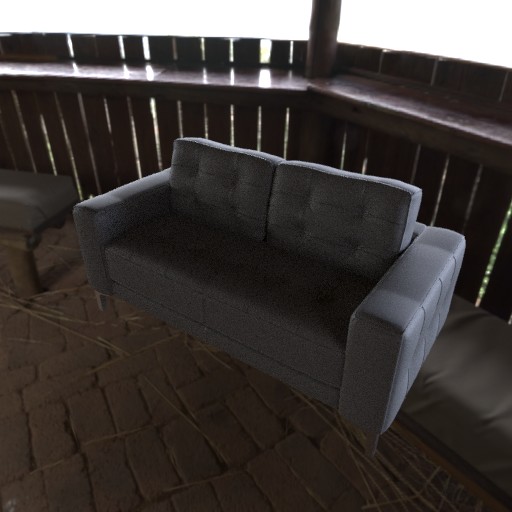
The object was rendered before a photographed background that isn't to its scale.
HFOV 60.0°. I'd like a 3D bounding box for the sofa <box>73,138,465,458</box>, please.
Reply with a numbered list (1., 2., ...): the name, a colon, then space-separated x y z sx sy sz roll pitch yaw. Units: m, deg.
1. sofa: 0.000 0.000 2.169 1.726 0.892 0.833 20 36 30
